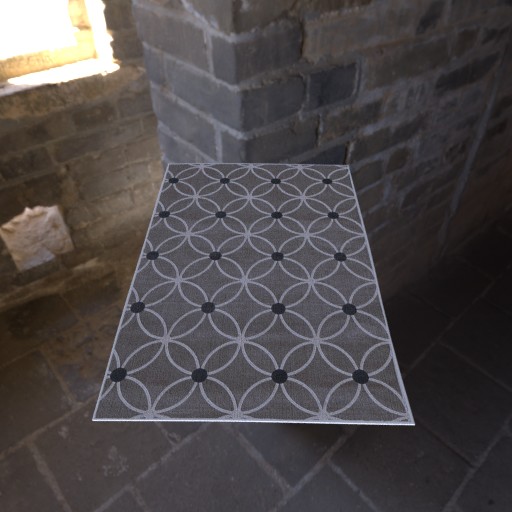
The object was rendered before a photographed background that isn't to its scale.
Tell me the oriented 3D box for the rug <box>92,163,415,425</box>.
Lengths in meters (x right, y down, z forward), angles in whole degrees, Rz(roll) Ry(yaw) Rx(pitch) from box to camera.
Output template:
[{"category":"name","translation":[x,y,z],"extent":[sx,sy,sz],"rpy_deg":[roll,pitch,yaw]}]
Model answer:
[{"category":"rug","translation":[0.000,0.000,2.905],"extent":[1.522,0.008,2.284],"rpy_deg":[1,43,1]}]
